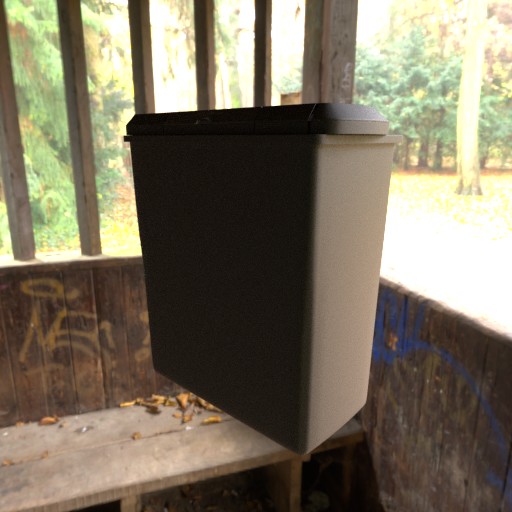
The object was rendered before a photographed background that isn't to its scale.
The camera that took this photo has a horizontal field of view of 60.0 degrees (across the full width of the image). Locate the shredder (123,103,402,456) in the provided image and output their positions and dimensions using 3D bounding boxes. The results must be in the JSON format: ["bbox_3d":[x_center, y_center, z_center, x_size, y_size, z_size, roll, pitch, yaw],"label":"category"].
[{"bbox_3d":[0.000,0.000,0.526,0.320,0.335,0.170,13,20,41],"label":"shredder"}]
